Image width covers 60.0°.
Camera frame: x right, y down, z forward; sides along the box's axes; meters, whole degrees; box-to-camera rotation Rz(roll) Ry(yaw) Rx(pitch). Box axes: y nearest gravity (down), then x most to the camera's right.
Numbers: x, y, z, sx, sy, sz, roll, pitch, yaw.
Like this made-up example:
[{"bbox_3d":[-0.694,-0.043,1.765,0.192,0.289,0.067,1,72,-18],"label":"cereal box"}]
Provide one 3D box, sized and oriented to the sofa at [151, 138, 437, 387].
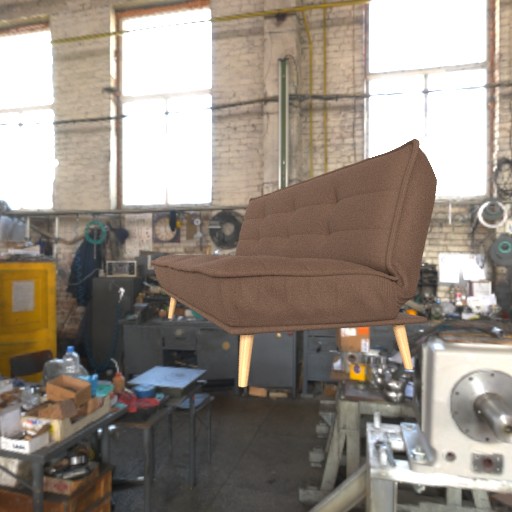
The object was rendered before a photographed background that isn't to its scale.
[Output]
[{"bbox_3d":[0.000,0.000,2.450,0.950,0.890,1.940,0,0,-19],"label":"sofa"}]
